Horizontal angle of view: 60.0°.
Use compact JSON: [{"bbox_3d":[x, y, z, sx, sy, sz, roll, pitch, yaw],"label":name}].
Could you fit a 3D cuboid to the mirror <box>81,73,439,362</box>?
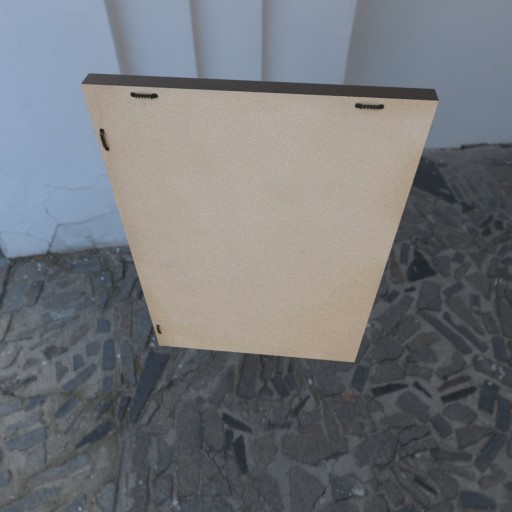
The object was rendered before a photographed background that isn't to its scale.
[{"bbox_3d":[0.000,0.000,0.894,0.507,0.710,0.040,4,47,4],"label":"mirror"}]
